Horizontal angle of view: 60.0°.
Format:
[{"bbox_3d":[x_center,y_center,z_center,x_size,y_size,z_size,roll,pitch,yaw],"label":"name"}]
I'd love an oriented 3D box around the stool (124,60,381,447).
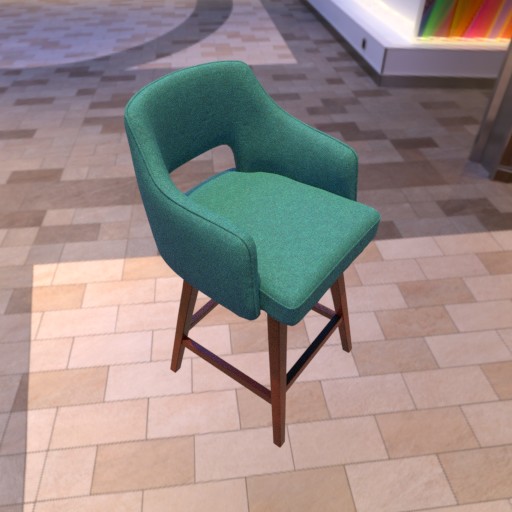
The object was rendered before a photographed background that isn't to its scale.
[{"bbox_3d":[0.000,0.000,1.319,0.556,0.961,0.548,26,47,27],"label":"stool"}]
